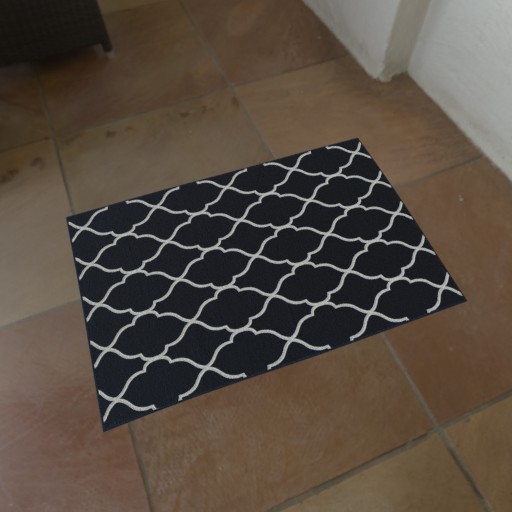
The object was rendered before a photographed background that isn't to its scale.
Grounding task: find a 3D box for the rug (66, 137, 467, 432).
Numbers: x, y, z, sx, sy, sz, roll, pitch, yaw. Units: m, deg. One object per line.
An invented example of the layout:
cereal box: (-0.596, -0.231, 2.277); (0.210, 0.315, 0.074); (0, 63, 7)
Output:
rug: (0.000, 0.000, 2.942); (2.290, 0.014, 1.526); (-17, 60, -10)
